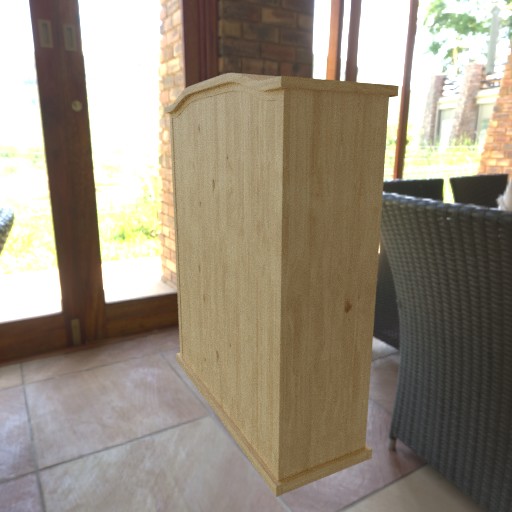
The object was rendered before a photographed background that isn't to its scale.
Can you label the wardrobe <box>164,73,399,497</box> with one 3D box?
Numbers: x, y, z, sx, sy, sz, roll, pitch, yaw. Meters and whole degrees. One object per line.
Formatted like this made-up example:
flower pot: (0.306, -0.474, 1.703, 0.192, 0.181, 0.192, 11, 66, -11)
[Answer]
wardrobe: (0.000, 0.000, 2.566, 0.570, 1.870, 1.500, -7, 16, -26)
